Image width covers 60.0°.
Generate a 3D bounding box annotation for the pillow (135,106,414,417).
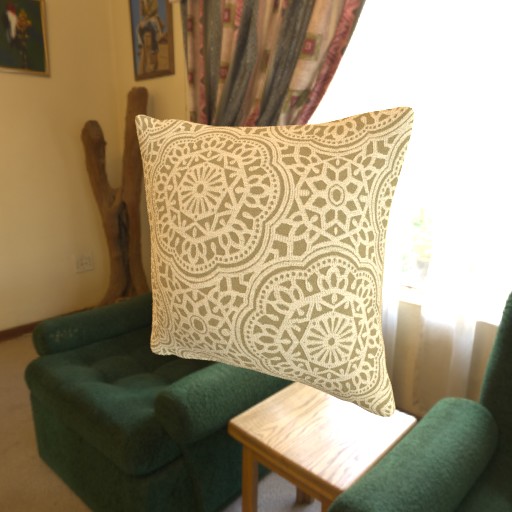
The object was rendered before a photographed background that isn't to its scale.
[{"bbox_3d":[0.000,0.000,0.671,0.438,0.421,0.167,7,16,27],"label":"pillow"}]
